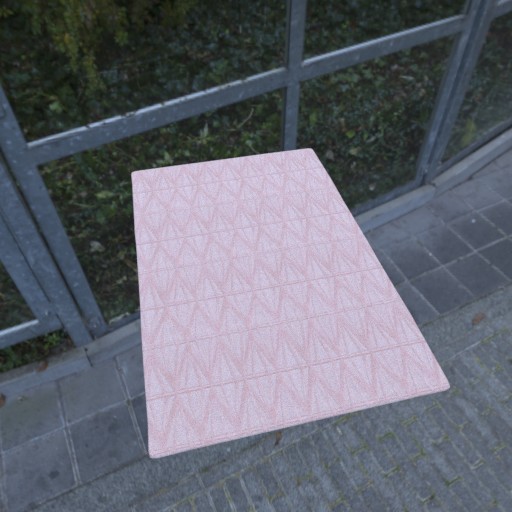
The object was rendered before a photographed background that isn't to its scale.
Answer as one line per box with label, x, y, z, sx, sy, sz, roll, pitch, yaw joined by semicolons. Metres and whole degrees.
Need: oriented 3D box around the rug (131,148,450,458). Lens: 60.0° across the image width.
rug;0.000;0.000;3.043;1.609;0.015;2.390;-10;47;-9
